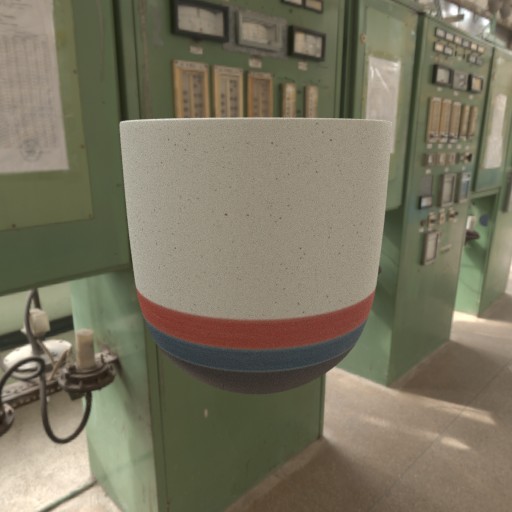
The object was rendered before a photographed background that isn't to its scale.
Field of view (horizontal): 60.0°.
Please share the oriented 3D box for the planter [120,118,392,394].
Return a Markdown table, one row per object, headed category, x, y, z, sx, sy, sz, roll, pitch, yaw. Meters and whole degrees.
| category | x | y | z | sx | sy | sz | roll | pitch | yaw |
| --- | --- | --- | --- | --- | --- | --- | --- | --- | --- |
| planter | 0.000 | 0.000 | 0.372 | 0.204 | 0.214 | 0.204 | 0 | 15 | 0 |
